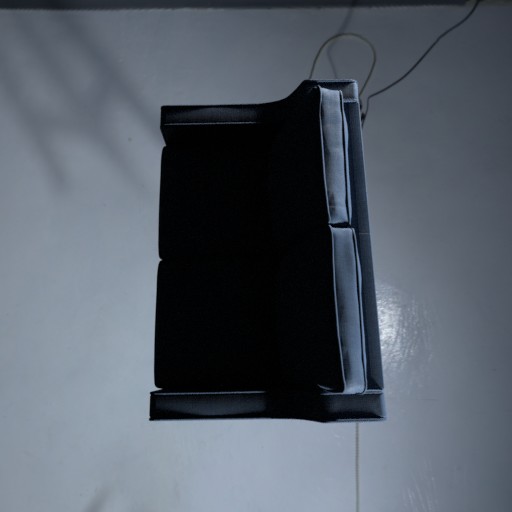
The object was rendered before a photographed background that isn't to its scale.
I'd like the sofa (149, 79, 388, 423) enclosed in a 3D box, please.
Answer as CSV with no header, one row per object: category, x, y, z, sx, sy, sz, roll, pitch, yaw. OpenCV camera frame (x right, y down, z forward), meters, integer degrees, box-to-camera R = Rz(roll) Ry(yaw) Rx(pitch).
sofa,0.000,0.000,2.200,0.987,0.971,1.501,-1,75,0
